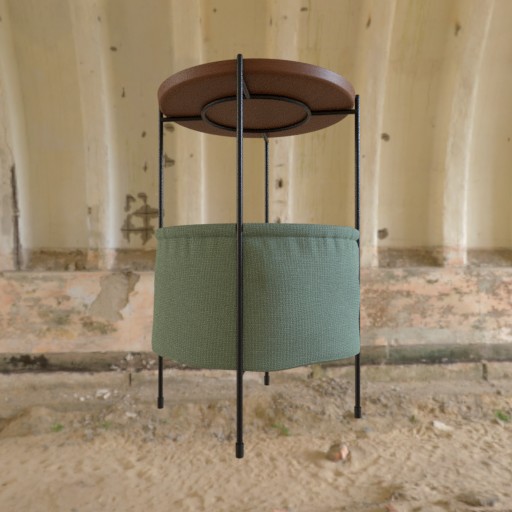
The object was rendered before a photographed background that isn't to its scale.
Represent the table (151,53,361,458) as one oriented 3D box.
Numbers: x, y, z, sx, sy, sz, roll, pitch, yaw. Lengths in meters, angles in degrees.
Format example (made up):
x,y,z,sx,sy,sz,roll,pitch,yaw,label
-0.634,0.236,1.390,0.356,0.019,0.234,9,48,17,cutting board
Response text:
x,y,z,sx,sy,sz,roll,pitch,yaw,label
0.000,0.000,0.882,0.400,0.623,0.400,0,-1,-37,table
